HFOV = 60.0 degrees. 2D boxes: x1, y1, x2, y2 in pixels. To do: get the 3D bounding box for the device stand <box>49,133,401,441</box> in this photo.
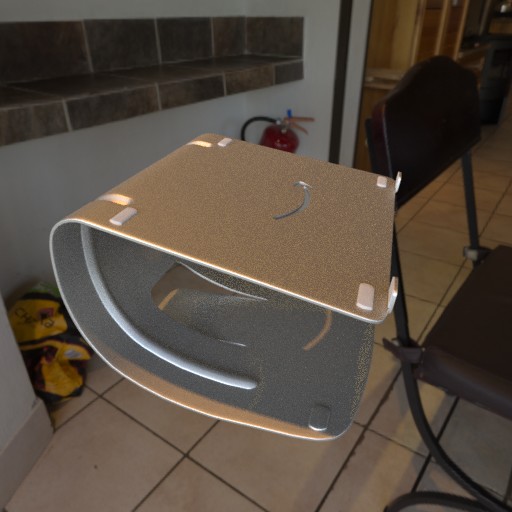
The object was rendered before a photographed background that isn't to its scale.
[{"bbox_3d":[0.000,0.000,0.404,0.236,0.155,0.256,8,30,14],"label":"device stand"}]
